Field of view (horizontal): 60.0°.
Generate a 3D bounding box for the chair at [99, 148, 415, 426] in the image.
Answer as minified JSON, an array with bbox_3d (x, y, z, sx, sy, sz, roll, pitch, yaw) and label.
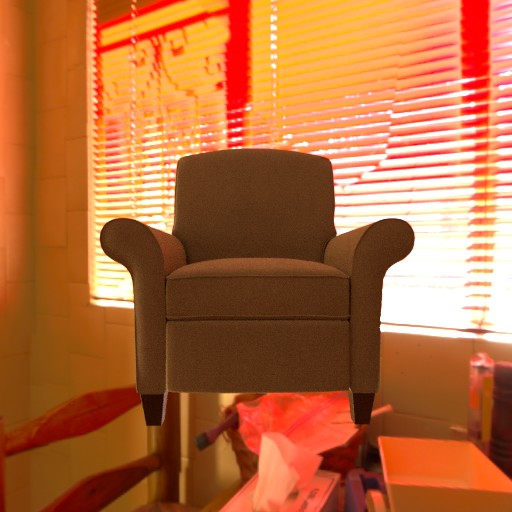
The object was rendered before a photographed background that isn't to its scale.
[{"bbox_3d":[0.000,0.000,1.801,0.978,1.061,0.905,0,0,-1],"label":"chair"}]
